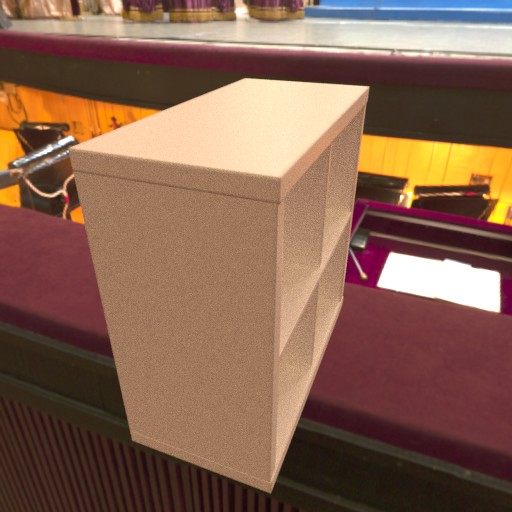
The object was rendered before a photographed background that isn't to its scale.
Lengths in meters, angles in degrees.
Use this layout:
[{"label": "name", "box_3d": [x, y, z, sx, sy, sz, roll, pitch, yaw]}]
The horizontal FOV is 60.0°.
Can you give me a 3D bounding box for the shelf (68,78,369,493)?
[{"label": "shelf", "box_3d": [0.000, 0.000, 1.225, 0.390, 0.786, 0.790, 11, 33, 19]}]
